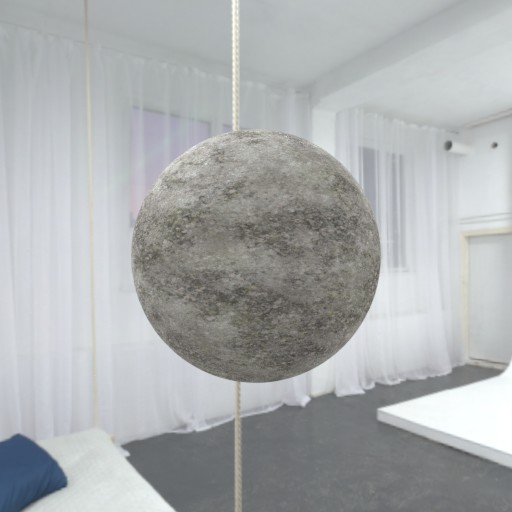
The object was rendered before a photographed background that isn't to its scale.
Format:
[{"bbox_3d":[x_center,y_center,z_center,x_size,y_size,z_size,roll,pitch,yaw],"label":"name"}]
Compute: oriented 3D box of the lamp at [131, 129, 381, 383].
[{"bbox_3d":[0.000,0.000,0.777,0.422,0.429,0.422,0,-2,0],"label":"lamp"}]
